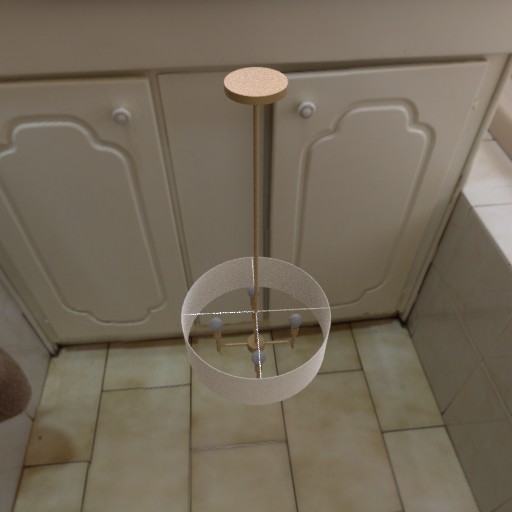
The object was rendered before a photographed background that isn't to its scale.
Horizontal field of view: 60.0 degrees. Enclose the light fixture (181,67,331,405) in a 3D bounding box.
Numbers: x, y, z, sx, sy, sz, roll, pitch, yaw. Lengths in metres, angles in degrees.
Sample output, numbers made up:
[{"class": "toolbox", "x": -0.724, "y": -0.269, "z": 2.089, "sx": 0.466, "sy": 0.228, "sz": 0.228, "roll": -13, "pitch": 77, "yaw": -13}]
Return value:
[{"class": "light fixture", "x": 0.000, "y": 0.000, "z": 1.315, "sx": 0.508, "sy": 1.067, "sz": 0.508, "roll": 0, "pitch": 47, "yaw": 0}]
